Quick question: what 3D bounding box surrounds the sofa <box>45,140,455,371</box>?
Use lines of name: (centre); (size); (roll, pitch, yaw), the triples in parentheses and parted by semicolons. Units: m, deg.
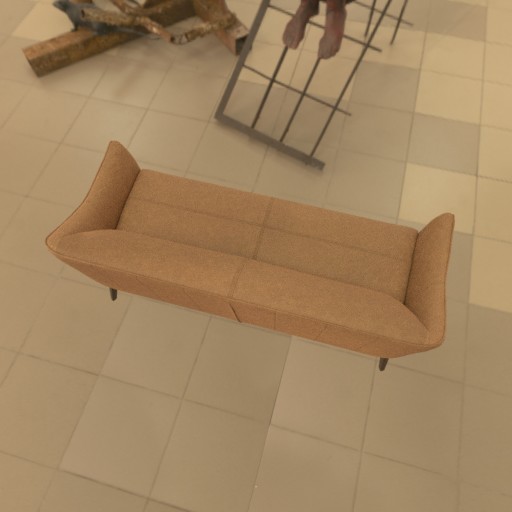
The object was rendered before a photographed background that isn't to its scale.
sofa: (0.000, 0.000, 2.397); (1.928, 0.830, 0.869); (13, 63, 7)
